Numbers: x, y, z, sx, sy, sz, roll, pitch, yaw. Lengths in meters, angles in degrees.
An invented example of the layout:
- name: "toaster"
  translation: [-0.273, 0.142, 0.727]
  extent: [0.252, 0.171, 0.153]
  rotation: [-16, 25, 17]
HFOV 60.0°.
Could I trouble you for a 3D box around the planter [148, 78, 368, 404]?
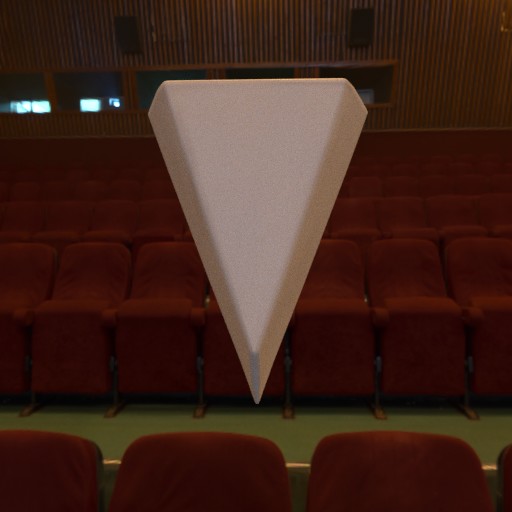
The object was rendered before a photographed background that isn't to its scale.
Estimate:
- name: "planter"
  translation: [0.000, 0.000, 0.276]
  extent: [0.150, 0.197, 0.060]
  rotation: [0, -1, 2]
